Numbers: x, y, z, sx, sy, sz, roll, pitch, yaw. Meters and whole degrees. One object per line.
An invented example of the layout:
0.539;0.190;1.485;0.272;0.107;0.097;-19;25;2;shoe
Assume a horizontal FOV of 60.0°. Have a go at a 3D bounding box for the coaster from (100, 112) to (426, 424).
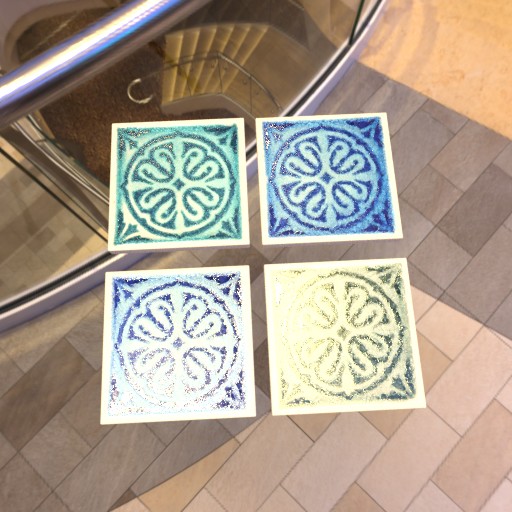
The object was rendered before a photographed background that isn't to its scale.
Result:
0.000;0.000;0.322;0.214;0.010;0.219;-3;76;-1;coaster
